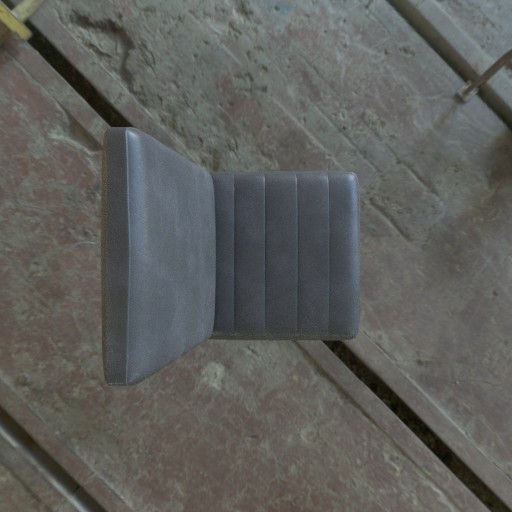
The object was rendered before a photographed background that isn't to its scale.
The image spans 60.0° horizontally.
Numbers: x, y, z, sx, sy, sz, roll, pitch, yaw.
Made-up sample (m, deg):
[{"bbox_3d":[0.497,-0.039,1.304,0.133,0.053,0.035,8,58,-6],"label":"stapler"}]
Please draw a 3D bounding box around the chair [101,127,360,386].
[{"bbox_3d":[0.000,0.000,1.313,0.634,0.930,0.520,0,90,-2],"label":"chair"}]
